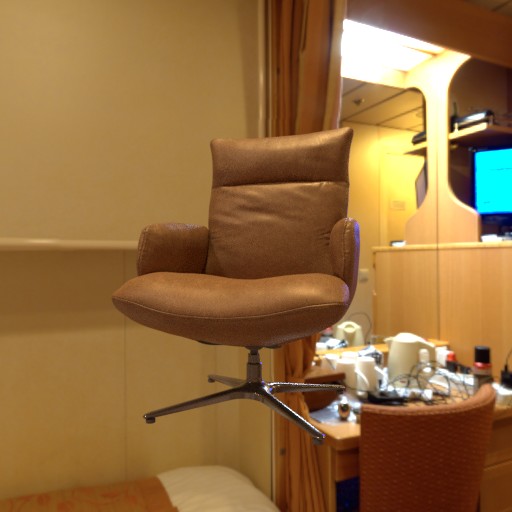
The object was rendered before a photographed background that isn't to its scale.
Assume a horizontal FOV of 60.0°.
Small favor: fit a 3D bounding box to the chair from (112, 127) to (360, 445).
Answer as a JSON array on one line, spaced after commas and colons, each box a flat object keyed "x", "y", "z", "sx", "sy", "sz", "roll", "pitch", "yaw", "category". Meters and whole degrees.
[{"x": 0.000, "y": 0.000, "z": 1.538, "sx": 0.711, "sy": 1.027, "sz": 0.794, "roll": 0, "pitch": 0, "yaw": 18, "category": "chair"}]
